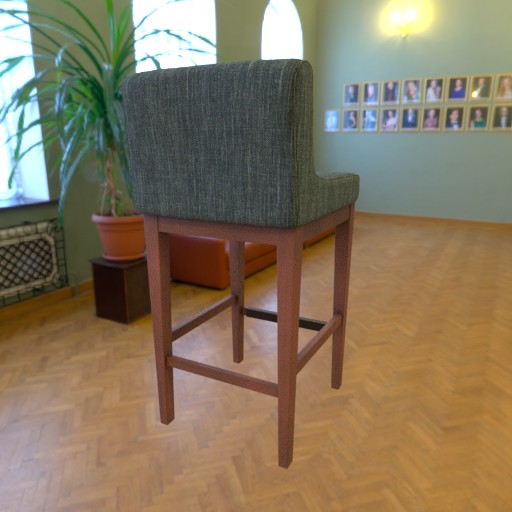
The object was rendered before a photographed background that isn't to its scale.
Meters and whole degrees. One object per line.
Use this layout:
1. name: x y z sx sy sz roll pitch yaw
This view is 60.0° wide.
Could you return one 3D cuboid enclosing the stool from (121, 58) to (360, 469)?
1. stool: 0.000 0.000 1.102 0.395 0.835 0.459 8 16 27
